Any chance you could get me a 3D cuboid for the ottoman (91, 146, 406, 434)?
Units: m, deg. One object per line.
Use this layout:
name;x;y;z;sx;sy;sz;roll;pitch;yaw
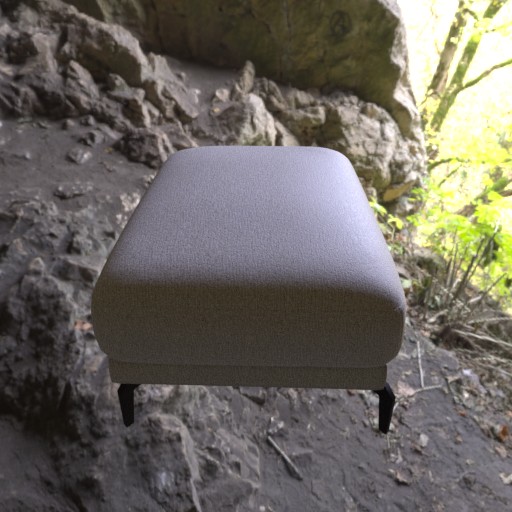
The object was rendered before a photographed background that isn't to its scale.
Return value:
ottoman;0.000;0.000;1.104;0.568;0.420;0.772;1;32;2
